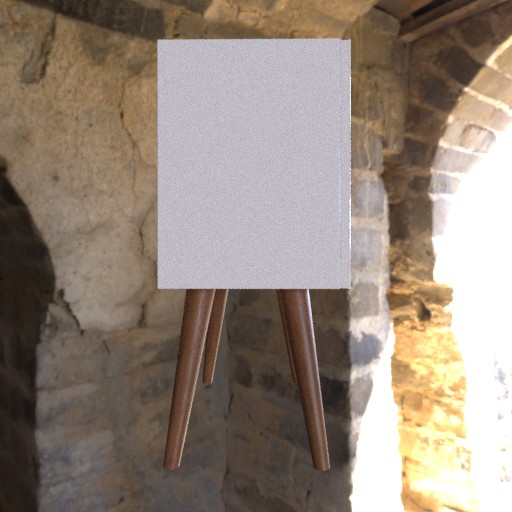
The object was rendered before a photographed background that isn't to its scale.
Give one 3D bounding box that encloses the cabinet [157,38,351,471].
[{"bbox_3d":[0.000,0.000,1.081,0.344,0.772,0.591,0,0,1],"label":"cabinet"}]
